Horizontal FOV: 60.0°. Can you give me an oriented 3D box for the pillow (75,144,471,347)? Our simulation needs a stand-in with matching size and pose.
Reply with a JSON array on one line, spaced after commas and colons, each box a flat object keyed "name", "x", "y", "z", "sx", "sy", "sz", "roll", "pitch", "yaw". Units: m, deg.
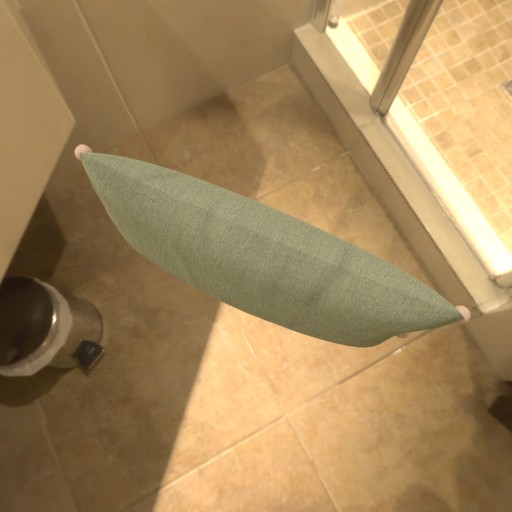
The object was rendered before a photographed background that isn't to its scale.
[{"name": "pillow", "x": 0.000, "y": 0.000, "z": 0.834, "sx": 0.709, "sy": 0.322, "sz": 0.201, "roll": 24, "pitch": 76, "yaw": 6}]
